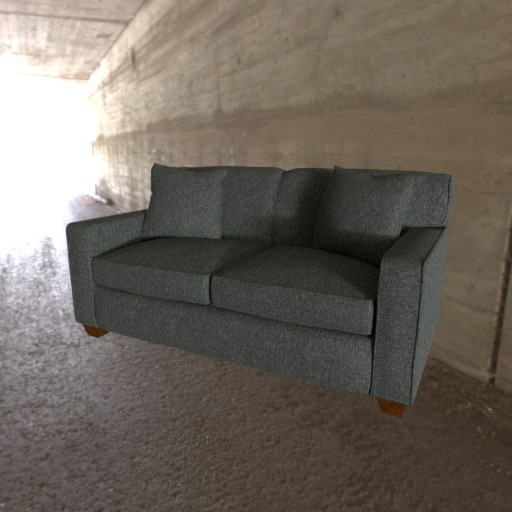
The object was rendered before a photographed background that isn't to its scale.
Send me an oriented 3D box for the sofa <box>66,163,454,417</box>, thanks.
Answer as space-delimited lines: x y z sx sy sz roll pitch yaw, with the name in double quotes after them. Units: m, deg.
0.000 0.000 2.399 1.846 0.958 0.998 7 15 26 "sofa"
